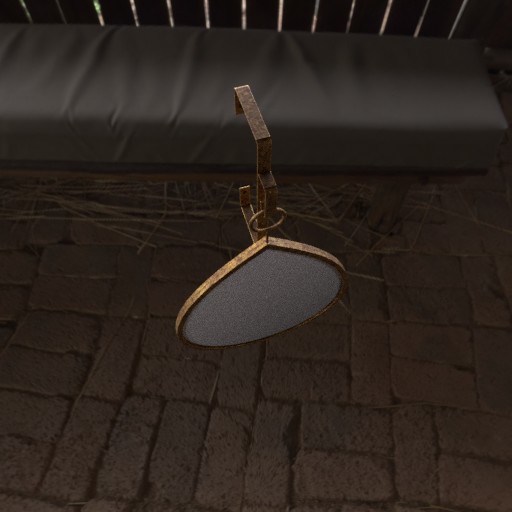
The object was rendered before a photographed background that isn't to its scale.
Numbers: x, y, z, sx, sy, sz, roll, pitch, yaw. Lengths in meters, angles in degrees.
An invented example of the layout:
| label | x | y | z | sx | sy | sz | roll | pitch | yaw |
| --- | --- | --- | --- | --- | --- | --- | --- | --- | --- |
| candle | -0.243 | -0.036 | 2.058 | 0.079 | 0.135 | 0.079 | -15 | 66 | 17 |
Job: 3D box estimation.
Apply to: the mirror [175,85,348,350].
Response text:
| label | x | y | z | sx | sy | sz | roll | pitch | yaw |
| --- | --- | --- | --- | --- | --- | --- | --- | --- | --- |
| mirror | 0.000 | 0.000 | 0.902 | 0.405 | 0.744 | 0.144 | -15 | 63 | -8 |
